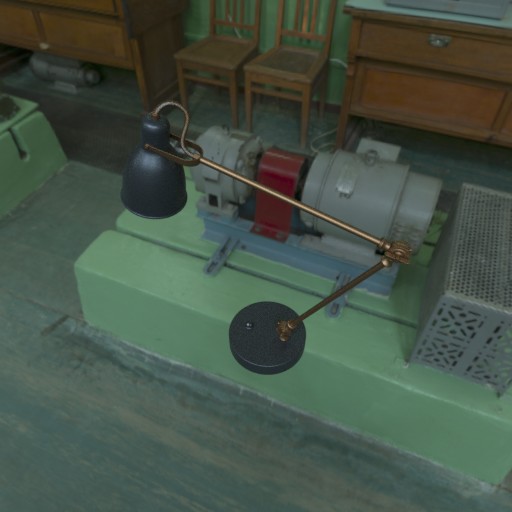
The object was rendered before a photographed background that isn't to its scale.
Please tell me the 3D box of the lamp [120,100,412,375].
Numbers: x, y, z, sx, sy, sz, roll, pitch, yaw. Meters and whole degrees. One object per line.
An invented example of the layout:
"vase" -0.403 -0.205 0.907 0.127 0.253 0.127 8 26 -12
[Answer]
"lamp" 0.000 0.000 0.890 0.561 0.587 0.187 16 49 15
